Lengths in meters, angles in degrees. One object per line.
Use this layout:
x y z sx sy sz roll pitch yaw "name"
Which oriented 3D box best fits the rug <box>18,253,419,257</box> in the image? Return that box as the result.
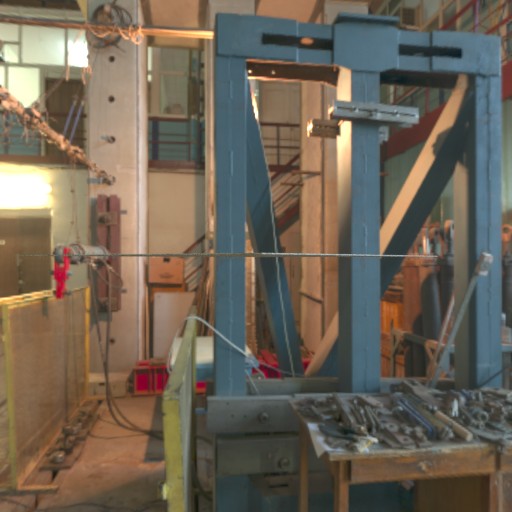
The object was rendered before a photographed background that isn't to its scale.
0.000 0.000 4.158 2.438 0.006 3.197 0 0 37 "rug"
